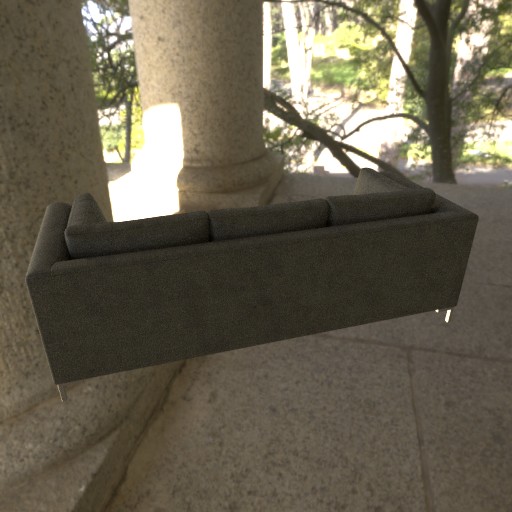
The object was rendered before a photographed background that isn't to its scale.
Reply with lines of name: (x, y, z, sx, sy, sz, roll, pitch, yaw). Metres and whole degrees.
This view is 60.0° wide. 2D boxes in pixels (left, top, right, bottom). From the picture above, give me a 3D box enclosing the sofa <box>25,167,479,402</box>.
sofa: (0.000, 0.000, 2.801, 2.415, 0.867, 0.969, -8, 29, -15)
